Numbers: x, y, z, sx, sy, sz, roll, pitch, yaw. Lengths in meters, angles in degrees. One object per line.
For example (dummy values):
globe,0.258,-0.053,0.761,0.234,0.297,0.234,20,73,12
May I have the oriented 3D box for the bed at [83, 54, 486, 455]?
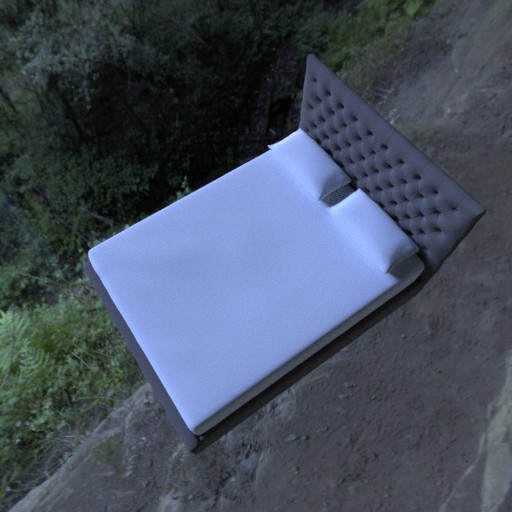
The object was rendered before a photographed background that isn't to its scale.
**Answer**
bed,0.000,0.000,3.278,2.233,1.426,1.696,-32,67,-15
